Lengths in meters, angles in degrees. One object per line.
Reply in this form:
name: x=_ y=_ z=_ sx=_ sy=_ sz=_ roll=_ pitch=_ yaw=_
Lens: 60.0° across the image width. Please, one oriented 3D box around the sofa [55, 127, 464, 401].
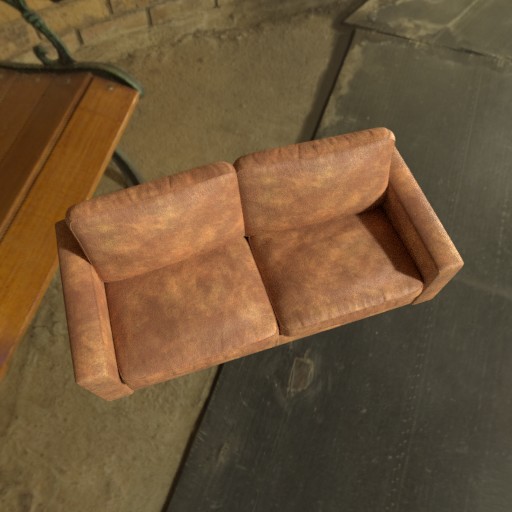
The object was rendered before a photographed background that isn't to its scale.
sofa: x=0.000 y=0.000 z=2.644 sx=2.179 sy=0.873 sz=1.016 roll=-16 pitch=64 yaw=-8
